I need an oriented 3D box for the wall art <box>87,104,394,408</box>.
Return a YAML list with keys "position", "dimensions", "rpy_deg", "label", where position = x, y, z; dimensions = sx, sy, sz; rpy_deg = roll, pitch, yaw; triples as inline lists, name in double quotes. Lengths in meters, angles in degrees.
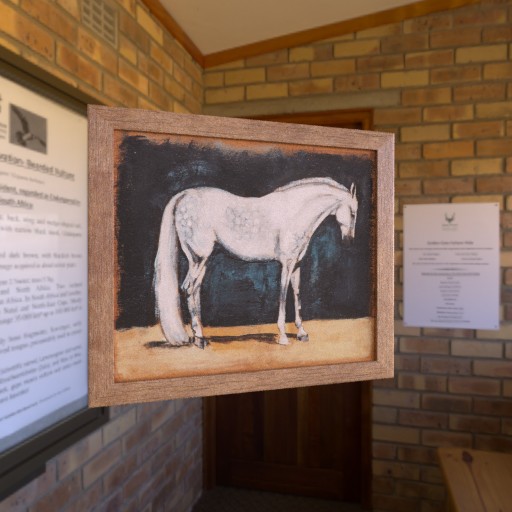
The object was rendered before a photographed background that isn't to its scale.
- position: [0.000, 0.000, 0.973]
  dimensions: [0.690, 0.588, 0.026]
  rpy_deg: [0, 0, -18]
  label: "wall art"
